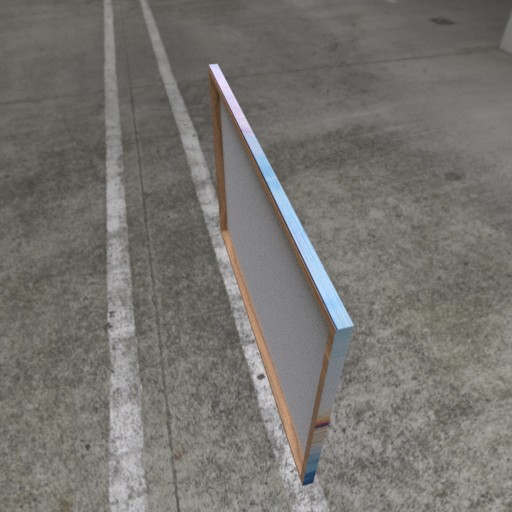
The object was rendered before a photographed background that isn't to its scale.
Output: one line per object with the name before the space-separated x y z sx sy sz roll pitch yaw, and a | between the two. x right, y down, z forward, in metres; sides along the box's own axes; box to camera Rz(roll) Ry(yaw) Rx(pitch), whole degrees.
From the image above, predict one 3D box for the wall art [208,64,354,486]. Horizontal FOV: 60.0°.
wall art | 0.000 0.000 0.740 0.018 0.402 0.604 -11 46 -11
